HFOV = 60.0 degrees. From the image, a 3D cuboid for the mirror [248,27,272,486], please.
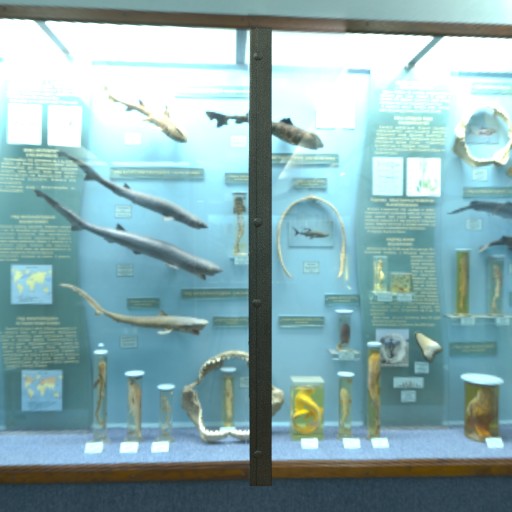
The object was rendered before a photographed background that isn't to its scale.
[{"bbox_3d":[0.000,0.000,0.558,0.020,0.381,0.382,0,0,-1],"label":"mirror"}]
